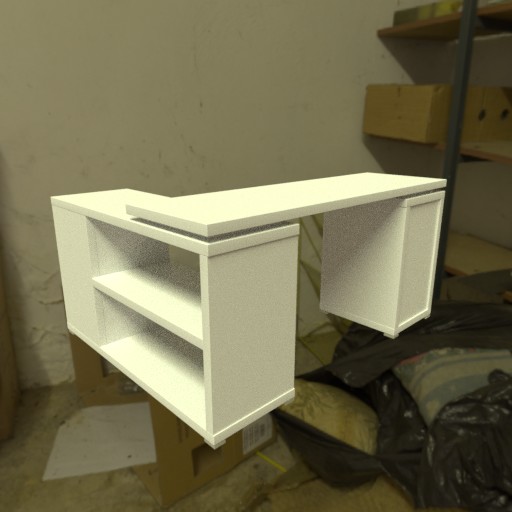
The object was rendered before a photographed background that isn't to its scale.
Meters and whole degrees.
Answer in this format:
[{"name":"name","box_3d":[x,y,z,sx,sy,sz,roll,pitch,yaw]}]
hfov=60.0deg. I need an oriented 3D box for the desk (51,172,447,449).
[{"name":"desk","box_3d":[0.000,0.000,2.260,1.524,0.753,1.200,-15,22,-41]}]
